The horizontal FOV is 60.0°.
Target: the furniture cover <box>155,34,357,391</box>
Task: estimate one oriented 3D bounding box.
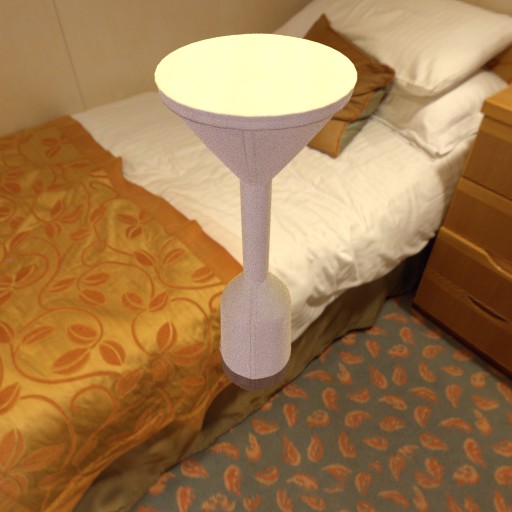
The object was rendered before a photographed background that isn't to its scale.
[{"bbox_3d":[0.000,0.000,2.864,0.914,2.413,0.914,3,45,3],"label":"furniture cover"}]
